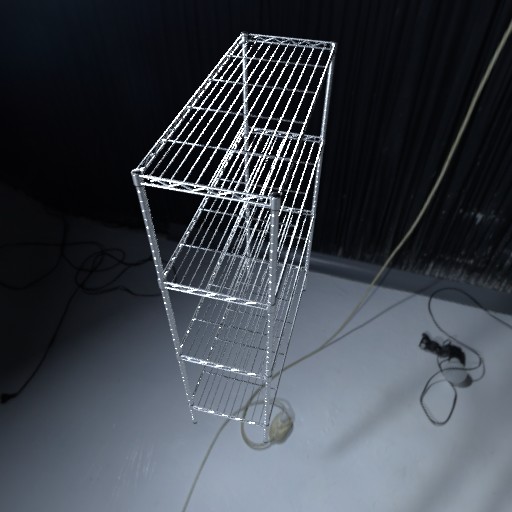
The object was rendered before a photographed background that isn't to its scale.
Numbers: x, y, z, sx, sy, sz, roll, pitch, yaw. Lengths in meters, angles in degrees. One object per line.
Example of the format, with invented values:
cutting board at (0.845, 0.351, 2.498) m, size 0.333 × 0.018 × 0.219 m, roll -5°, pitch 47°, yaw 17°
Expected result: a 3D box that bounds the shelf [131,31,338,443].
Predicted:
shelf at (0.000, 0.000, 1.769) m, size 0.352 × 1.360 × 0.907 m, roll 11°, pitch 47°, yaw 10°
